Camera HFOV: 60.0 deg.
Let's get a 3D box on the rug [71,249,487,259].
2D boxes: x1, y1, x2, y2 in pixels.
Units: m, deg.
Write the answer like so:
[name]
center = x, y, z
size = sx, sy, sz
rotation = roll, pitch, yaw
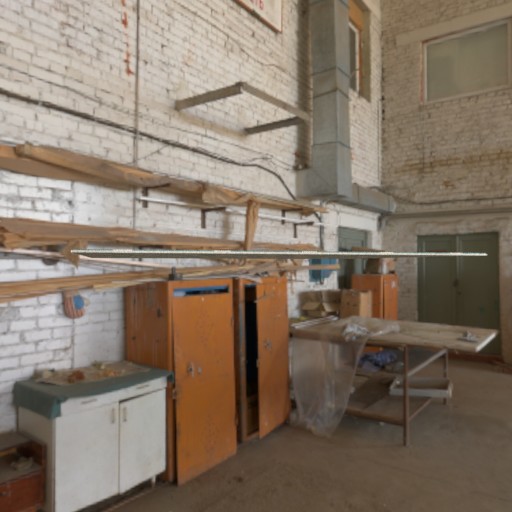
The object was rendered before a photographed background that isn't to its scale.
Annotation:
[rug]
center = 0.000, 0.000, 4.210
size = 3.049, 0.021, 2.466
rotation = 0, -1, -18
